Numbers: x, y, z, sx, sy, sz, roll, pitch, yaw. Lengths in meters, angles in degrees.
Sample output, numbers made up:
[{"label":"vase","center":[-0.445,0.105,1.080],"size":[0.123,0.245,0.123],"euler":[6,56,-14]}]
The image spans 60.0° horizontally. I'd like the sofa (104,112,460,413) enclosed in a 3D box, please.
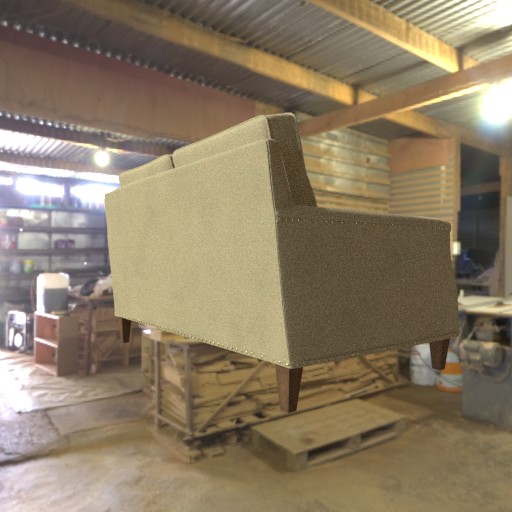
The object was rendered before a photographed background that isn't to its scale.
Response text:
[{"label":"sofa","center":[0.000,0.000,2.253],"size":[1.084,1.003,1.597],"euler":[0,0,-37]}]
